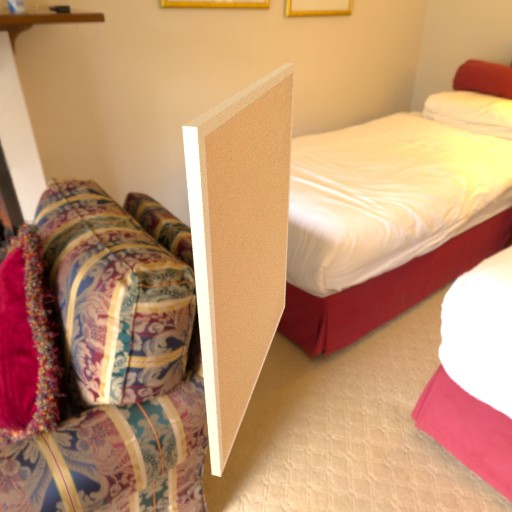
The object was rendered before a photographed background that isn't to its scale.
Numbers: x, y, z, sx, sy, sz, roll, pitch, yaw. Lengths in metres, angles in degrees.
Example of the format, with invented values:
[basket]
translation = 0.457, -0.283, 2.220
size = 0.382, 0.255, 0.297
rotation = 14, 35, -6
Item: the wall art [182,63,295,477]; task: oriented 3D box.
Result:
[wall art]
translation = 0.000, 0.000, 0.625
size = 0.013, 0.456, 0.382
rotation = 8, 32, 14
